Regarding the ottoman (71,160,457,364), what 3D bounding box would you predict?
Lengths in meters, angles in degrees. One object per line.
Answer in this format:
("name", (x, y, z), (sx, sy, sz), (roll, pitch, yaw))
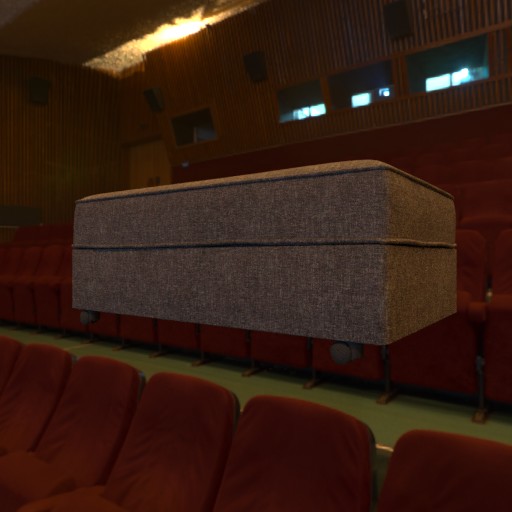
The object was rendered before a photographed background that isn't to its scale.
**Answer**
("ottoman", (0.000, 0.000, 1.543), (1.184, 0.487, 0.717), (0, 0, 36))
